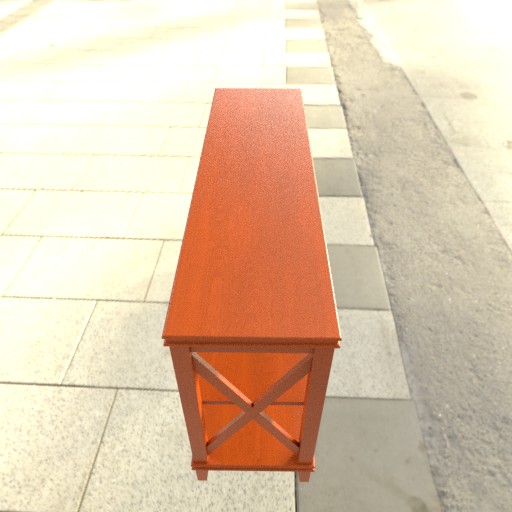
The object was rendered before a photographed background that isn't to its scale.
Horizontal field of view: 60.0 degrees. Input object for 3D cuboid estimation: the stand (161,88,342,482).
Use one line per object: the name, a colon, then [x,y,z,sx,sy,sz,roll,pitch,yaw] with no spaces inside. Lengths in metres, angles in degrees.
stand: [0.000,0.000,1.696,0.381,0.762,1.372,1,42,1]
